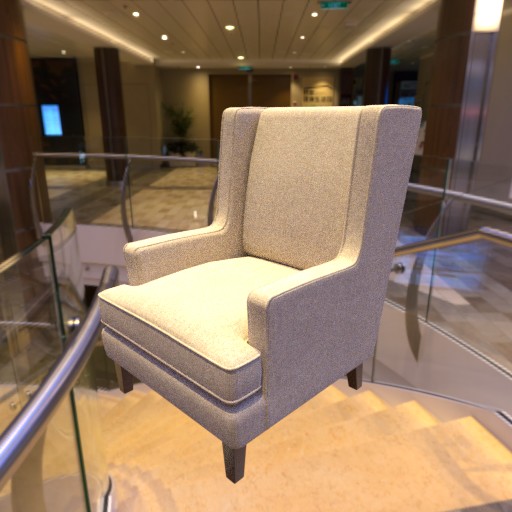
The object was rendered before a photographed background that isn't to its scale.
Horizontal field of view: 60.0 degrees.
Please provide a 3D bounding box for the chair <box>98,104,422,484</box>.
[{"bbox_3d":[0.000,0.000,1.675,0.764,1.082,0.948,17,24,42],"label":"chair"}]
